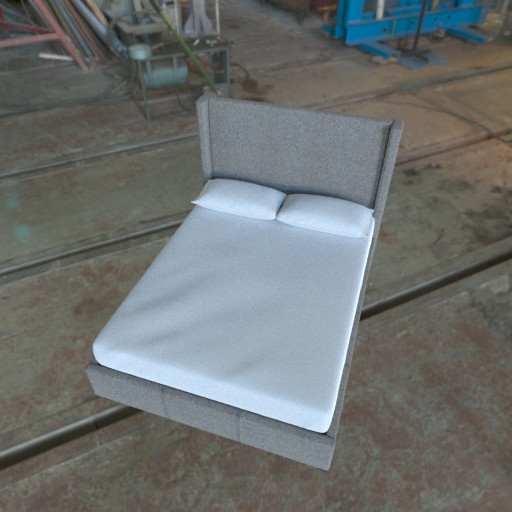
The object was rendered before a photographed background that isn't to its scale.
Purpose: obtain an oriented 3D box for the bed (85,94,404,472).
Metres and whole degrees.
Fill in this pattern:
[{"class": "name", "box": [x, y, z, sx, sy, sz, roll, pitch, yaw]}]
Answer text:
[{"class": "bed", "box": [0.000, 0.000, 3.372, 1.714, 1.481, 2.245, 12, 43, 14]}]
